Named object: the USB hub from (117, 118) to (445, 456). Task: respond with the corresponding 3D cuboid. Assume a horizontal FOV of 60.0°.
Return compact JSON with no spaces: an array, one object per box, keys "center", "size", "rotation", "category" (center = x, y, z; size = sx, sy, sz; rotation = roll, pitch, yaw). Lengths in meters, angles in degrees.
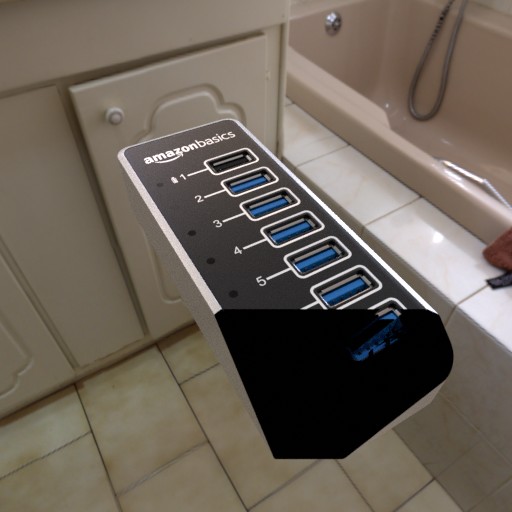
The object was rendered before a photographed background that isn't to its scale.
[{"center":[0.000,0.000,0.127],"size":[0.044,0.023,0.110],"rotation":[-23,51,-20],"category":"USB hub"}]
